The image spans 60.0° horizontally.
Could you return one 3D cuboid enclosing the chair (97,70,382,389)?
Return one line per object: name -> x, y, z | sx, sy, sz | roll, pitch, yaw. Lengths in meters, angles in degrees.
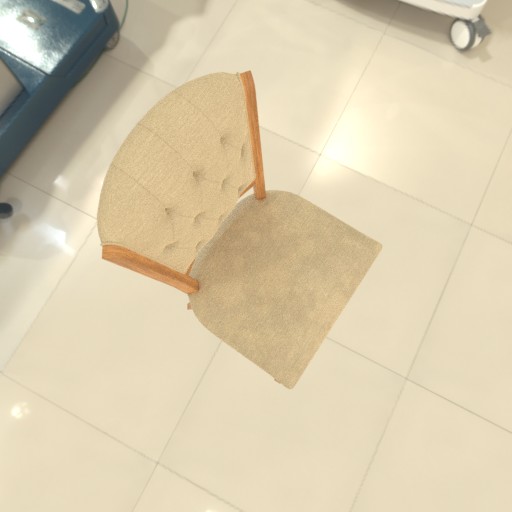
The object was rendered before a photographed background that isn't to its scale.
chair -> 0.000, 0.000, 1.265 | 0.584, 0.905, 0.513 | 34, 79, 8
